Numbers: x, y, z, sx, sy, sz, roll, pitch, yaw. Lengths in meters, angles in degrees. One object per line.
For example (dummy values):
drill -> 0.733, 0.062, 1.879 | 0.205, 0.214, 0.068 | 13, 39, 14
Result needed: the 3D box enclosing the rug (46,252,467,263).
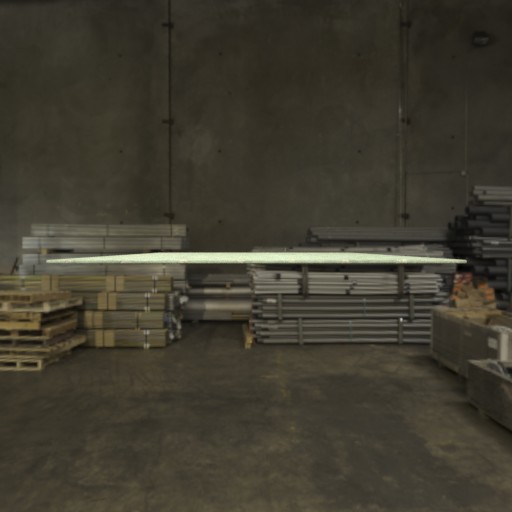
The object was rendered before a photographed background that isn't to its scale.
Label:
rug -> 0.000, 0.000, 4.064 | 2.420, 0.019, 3.039 | 0, 1, 0
